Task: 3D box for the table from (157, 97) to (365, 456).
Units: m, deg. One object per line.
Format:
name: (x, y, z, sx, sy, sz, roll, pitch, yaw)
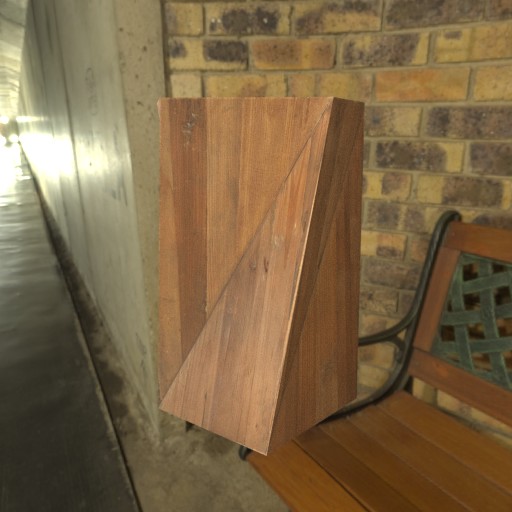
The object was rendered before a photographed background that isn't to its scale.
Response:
table: (0.000, 0.000, 0.917, 0.441, 0.604, 0.425, 8, 19, 24)
